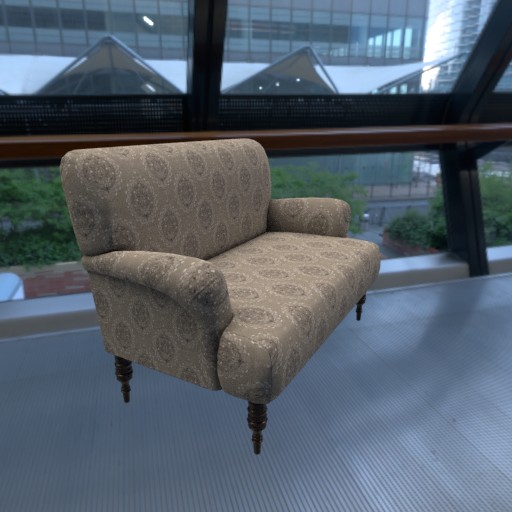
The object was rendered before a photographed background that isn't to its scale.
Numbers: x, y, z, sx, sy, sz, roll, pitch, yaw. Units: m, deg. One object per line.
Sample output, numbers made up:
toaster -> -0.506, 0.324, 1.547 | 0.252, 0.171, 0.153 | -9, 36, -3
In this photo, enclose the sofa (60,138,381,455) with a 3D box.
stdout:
sofa -> 0.000, 0.000, 1.822 | 0.779, 0.889, 1.297 | 9, 19, 27
